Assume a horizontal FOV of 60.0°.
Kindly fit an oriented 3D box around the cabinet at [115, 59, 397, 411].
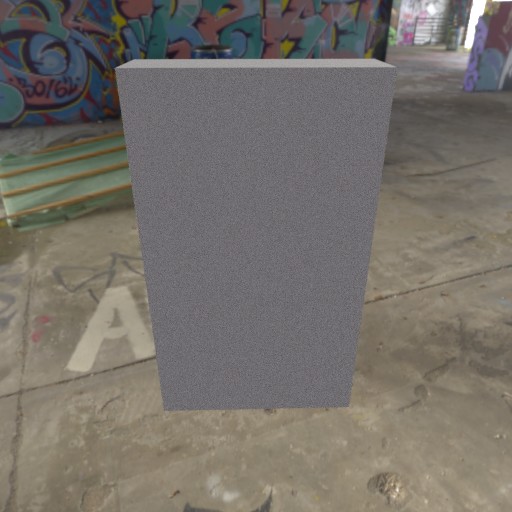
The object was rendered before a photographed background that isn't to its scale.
[{"bbox_3d":[0.000,0.000,1.595,0.750,1.280,0.250,-1,29,-1],"label":"cabinet"}]
